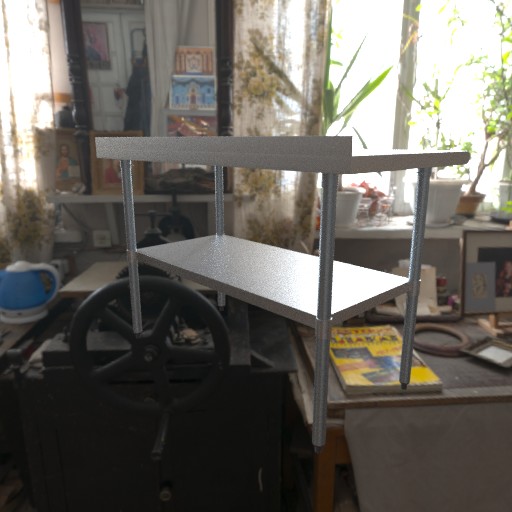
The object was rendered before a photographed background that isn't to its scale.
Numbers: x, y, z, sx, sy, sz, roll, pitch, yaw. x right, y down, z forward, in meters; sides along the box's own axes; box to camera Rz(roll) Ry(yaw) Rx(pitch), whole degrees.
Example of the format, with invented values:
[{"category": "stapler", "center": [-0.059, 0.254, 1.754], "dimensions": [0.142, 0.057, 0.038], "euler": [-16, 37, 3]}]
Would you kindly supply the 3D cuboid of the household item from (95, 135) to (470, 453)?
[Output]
[{"category": "household item", "center": [0.000, 0.000, 1.644], "dimensions": [0.610, 0.851, 1.219], "euler": [-13, 20, -42]}]
